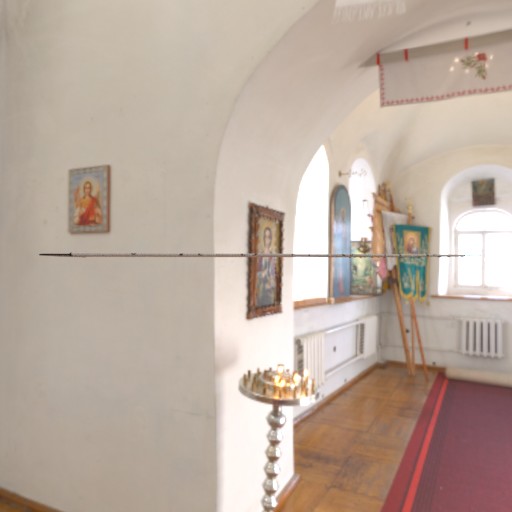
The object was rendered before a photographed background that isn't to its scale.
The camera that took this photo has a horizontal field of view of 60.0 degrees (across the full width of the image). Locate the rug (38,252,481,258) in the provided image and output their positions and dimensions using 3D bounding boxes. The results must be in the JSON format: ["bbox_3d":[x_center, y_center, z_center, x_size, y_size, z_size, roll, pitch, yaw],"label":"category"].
[{"bbox_3d":[0.000,0.000,3.287,2.755,0.021,1.524,0,0,-18],"label":"rug"}]
